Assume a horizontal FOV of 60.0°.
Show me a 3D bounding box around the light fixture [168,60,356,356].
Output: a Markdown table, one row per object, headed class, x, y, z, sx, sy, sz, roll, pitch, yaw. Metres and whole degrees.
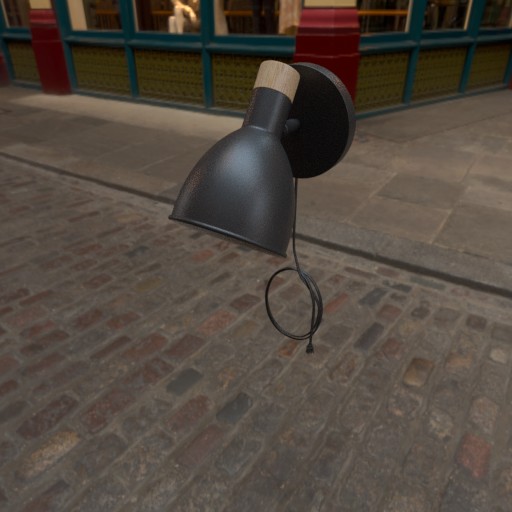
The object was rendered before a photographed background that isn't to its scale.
| class | x | y | z | sx | sy | sz | roll | pitch | yaw |
| --- | --- | --- | --- | --- | --- | --- | --- | --- | --- |
| light fixture | 0.000 | 0.000 | 0.501 | 0.127 | 0.401 | 0.203 | 18 | 35 | 28 |
